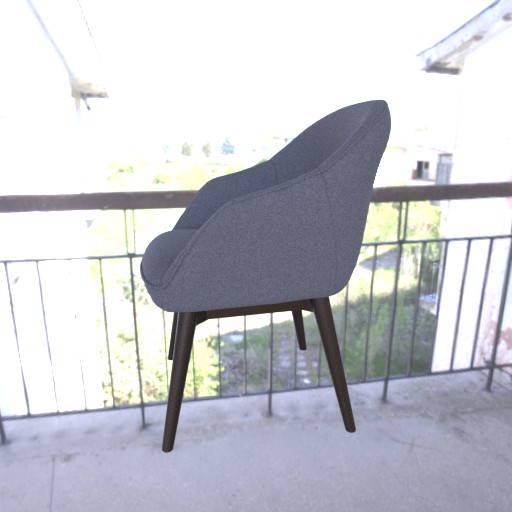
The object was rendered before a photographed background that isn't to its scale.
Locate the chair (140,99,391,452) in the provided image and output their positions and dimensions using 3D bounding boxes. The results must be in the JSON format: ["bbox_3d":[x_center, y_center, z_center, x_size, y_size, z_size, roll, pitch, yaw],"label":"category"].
[{"bbox_3d":[0.000,0.000,1.213,0.611,0.810,0.589,-2,15,-9],"label":"chair"}]
